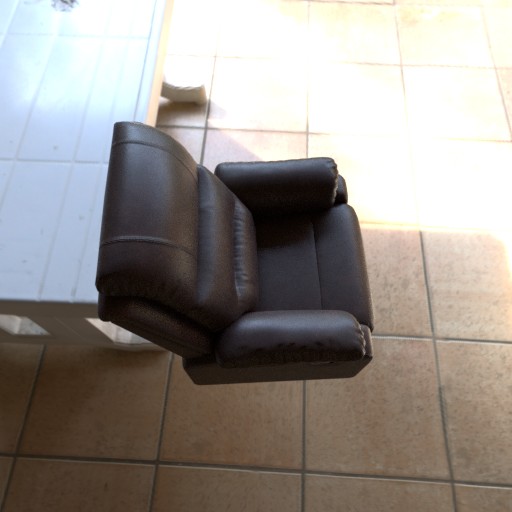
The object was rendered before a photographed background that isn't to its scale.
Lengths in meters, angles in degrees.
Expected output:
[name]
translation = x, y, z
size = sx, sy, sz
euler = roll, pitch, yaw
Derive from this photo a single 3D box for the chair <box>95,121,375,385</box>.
[chair]
translation = 0.000, 0.000, 1.699
size = 0.919, 0.992, 0.855
euler = -2, 64, -1
